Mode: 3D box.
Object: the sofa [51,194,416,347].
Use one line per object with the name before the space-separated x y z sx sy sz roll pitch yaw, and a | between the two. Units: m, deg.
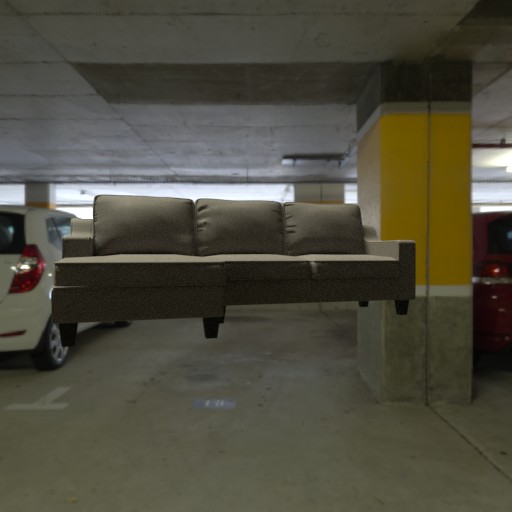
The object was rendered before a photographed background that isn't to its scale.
sofa | 0.000 0.000 3.198 2.561 0.928 1.294 0 0 -18
